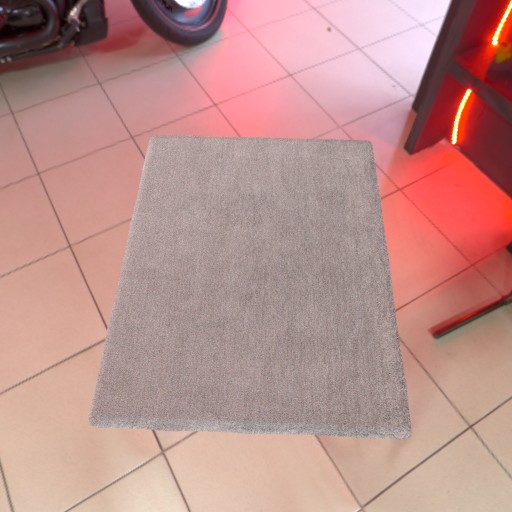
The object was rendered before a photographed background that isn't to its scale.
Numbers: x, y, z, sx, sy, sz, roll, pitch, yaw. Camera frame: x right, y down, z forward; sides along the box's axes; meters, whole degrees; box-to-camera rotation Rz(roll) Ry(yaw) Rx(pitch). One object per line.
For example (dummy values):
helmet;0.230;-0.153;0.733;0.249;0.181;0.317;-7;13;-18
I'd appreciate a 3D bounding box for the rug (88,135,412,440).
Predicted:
rug;0.000;0.000;3.882;2.332;0.027;2.933;2;59;1
